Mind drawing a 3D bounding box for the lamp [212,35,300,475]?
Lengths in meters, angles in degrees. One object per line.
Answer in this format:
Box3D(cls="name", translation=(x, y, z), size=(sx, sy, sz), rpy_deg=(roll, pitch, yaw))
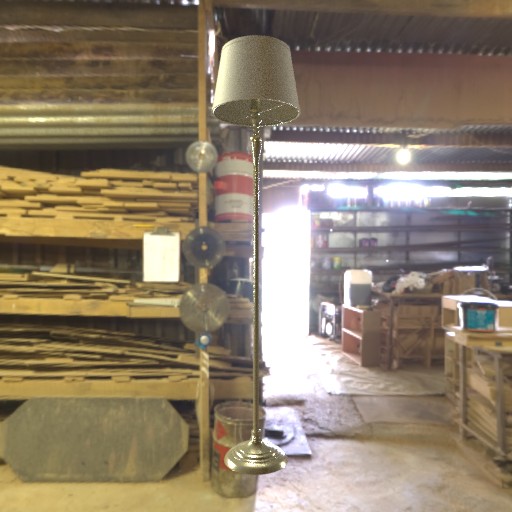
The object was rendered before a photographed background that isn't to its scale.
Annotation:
Box3D(cls="lamp", translation=(0.000, 0.000, 1.641), size=(0.327, 1.506, 0.327), rpy_deg=(0, 0, 0))
